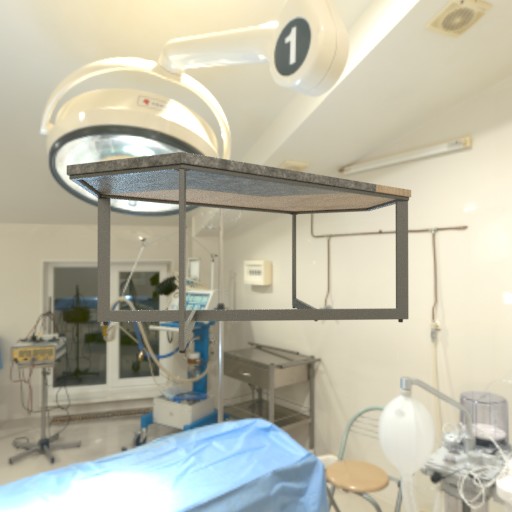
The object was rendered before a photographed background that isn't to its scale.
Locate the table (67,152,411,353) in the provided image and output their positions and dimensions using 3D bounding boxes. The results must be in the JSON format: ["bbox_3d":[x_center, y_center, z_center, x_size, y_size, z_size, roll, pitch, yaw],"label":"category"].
[{"bbox_3d":[0.000,0.000,1.502,1.219,0.457,0.609,0,-1,-37],"label":"table"}]
